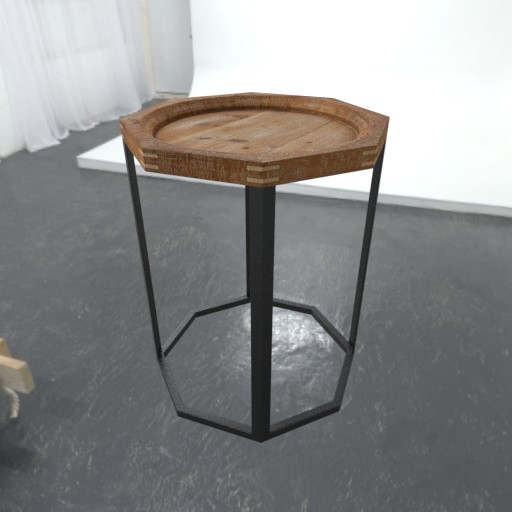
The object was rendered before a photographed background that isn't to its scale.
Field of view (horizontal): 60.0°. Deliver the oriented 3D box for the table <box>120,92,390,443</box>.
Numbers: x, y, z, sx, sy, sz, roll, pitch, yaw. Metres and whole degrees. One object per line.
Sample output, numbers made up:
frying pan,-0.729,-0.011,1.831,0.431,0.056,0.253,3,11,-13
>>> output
table,0.000,0.000,0.888,0.458,0.543,0.458,-1,31,-2
